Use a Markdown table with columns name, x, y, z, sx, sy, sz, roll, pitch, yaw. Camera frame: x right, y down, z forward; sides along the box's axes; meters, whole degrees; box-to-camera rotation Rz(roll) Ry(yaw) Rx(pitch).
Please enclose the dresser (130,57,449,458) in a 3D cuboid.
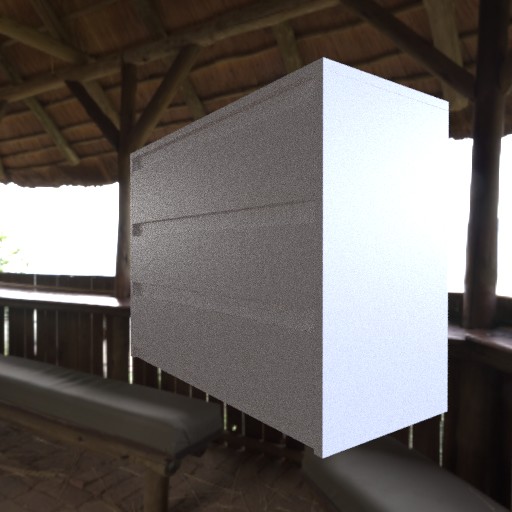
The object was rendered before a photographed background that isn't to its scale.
| name | x | y | z | sx | sy | sz | roll | pitch | yaw |
| --- | --- | --- | --- | --- | --- | --- | --- | --- | --- |
| dresser | 0.000 | 0.000 | 1.485 | 0.460 | 0.820 | 1.100 | 0 | 1 | -36 |
